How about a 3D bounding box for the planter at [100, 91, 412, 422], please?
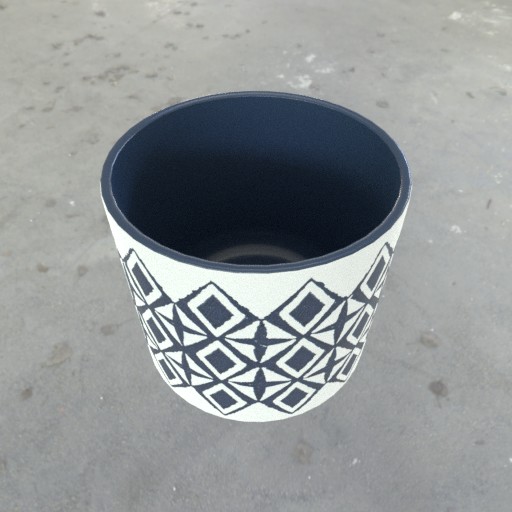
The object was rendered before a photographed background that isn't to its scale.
[{"bbox_3d":[0.000,0.000,0.397,0.224,0.203,0.224,0,46,0],"label":"planter"}]
